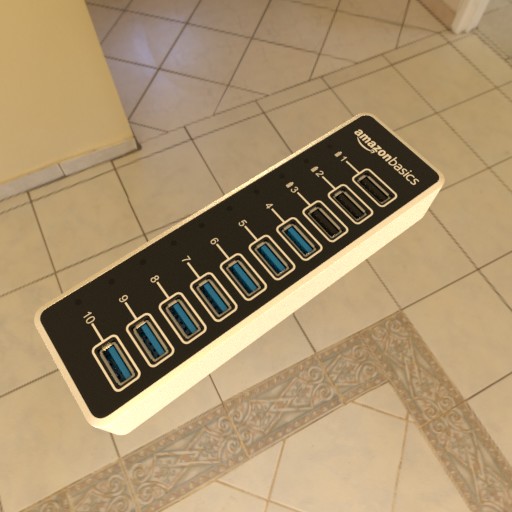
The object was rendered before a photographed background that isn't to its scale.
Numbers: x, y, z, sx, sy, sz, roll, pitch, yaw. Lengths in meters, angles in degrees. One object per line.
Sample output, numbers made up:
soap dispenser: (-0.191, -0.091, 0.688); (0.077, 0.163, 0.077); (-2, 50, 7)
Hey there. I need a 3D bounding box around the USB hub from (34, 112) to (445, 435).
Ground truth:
USB hub: (0.000, 0.000, 0.160); (0.145, 0.023, 0.044); (-34, 68, -16)
